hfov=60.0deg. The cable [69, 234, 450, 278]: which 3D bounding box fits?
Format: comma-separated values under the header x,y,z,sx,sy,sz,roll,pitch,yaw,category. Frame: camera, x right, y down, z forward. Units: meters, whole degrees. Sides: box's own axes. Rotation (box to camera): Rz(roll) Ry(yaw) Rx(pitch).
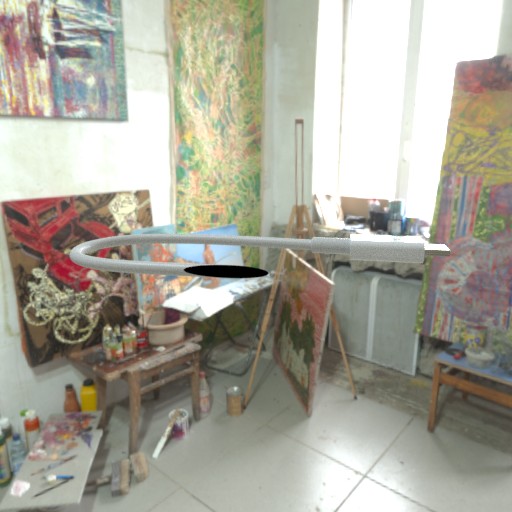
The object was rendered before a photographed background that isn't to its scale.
x,y,z,sx,sy,sz,roll,pitch,yaw,category
0.000,0.000,0.113,0.098,0.006,0.040,3,15,11,cable
